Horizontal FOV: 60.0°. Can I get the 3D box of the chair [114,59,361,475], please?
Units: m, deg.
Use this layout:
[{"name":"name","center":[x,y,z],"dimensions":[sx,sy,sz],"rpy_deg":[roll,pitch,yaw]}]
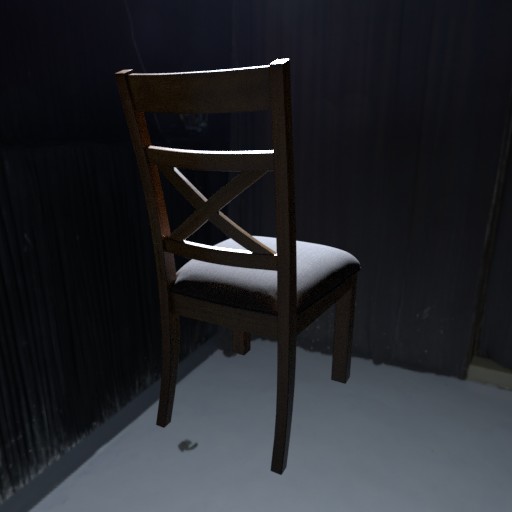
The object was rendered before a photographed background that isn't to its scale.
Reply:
[{"name":"chair","center":[0.000,0.000,1.251],"dimensions":[0.470,0.949,0.581],"rpy_deg":[9,19,27]}]
